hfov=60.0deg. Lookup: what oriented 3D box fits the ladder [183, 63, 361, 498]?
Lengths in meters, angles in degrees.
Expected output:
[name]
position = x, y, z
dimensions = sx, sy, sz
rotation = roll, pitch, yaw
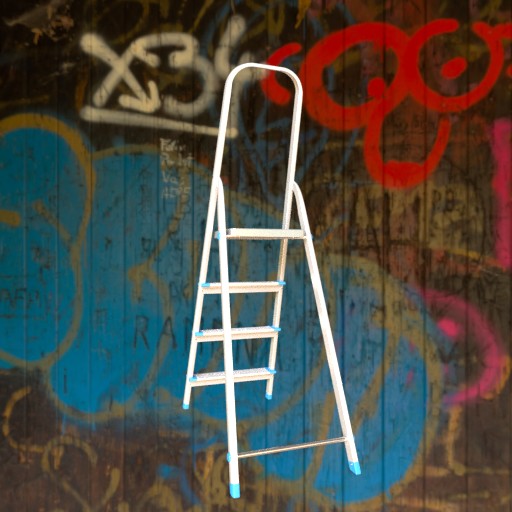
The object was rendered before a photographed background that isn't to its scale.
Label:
[ladder]
position = 0.000, 0.000, 1.781
dimensions = 0.445, 1.434, 0.842
rotation = 0, 0, -20
